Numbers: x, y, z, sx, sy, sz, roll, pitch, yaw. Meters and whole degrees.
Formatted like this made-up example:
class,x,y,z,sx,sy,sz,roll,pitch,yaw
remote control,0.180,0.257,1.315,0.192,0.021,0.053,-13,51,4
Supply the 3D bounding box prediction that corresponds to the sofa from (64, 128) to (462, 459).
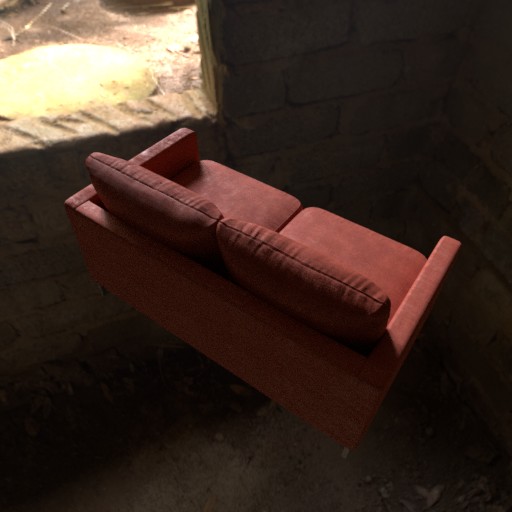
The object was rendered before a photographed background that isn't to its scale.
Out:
class,x,y,z,sx,sy,sz,roll,pitch,yaw
sofa,0.000,0.000,2.097,1.574,0.896,0.864,27,52,23
